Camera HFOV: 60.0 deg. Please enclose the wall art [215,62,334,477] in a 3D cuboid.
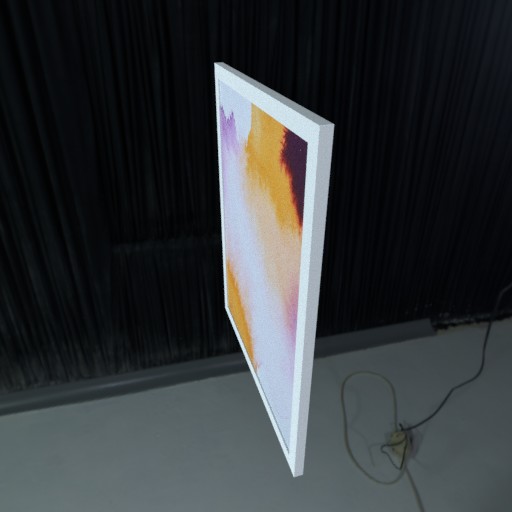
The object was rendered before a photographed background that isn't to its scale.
[{"bbox_3d":[0.000,0.000,0.623,0.013,0.456,0.382,-9,32,-15],"label":"wall art"}]
